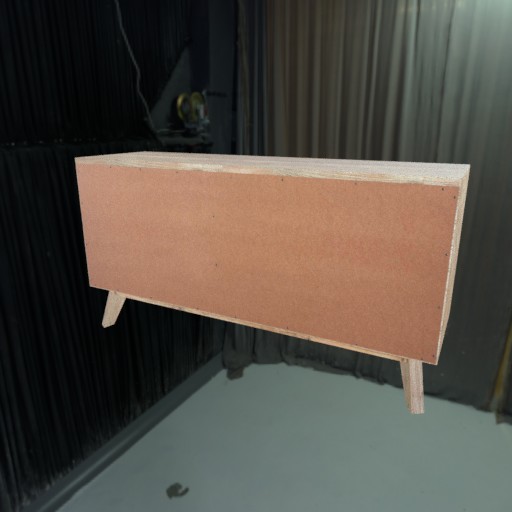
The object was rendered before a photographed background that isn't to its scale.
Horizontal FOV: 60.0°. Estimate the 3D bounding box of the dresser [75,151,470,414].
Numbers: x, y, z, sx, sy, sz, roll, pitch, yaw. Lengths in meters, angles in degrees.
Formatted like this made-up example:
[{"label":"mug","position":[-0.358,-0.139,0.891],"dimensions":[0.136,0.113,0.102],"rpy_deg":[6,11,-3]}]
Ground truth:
[{"label":"dresser","position":[0.000,0.000,1.910],"dimensions":[1.554,0.805,0.455],"rpy_deg":[9,19,26]}]
